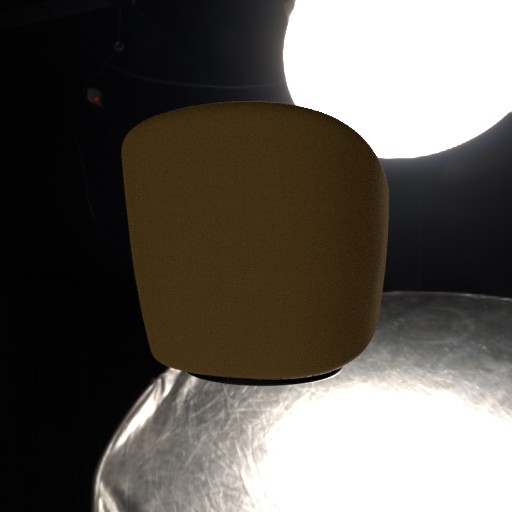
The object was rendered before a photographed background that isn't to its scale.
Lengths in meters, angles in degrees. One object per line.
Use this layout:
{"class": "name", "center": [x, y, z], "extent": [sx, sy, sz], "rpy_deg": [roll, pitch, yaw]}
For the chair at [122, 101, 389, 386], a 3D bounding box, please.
{"class": "chair", "center": [0.000, 0.000, 1.359], "extent": [0.773, 0.698, 0.767], "rpy_deg": [0, -1, 18]}
